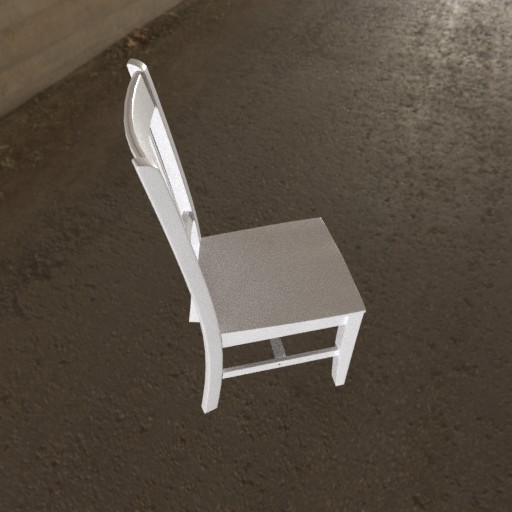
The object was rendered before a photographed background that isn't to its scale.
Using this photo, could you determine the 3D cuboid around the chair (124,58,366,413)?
[{"bbox_3d":[0.000,0.000,1.286,0.555,0.998,0.450,-9,47,-9],"label":"chair"}]
